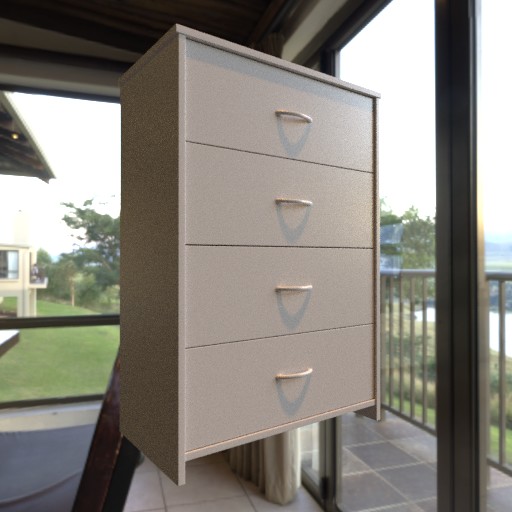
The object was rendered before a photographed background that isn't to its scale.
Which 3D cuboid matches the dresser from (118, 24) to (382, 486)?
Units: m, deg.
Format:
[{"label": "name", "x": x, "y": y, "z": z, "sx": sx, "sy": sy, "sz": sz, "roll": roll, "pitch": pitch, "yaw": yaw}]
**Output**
[{"label": "dresser", "x": 0.000, "y": 0.000, "z": 1.330, "sx": 0.704, "sy": 1.021, "sz": 0.401, "roll": 0, "pitch": 0, "yaw": -36}]
